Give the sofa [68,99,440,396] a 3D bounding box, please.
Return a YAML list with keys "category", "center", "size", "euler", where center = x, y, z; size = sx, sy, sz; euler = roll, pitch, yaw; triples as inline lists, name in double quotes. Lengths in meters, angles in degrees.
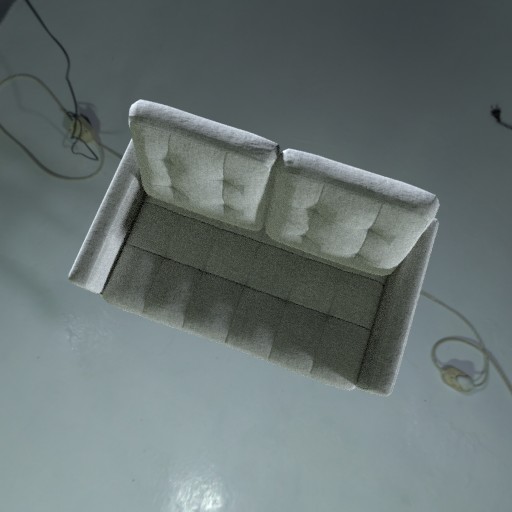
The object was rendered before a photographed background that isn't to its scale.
- category: "sofa"
  center: [0.000, 0.000, 1.984]
  size: [1.407, 0.907, 0.842]
  euler: [19, 77, 4]
